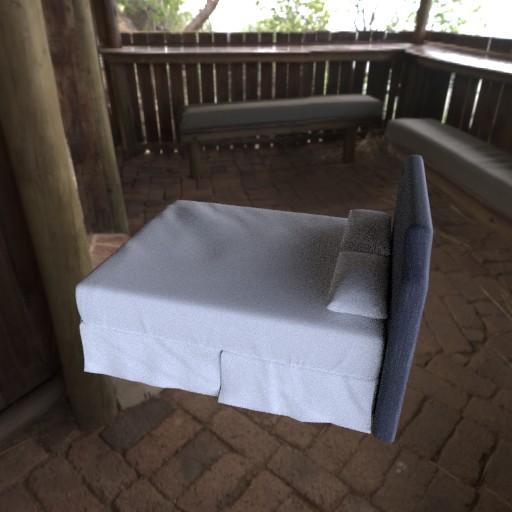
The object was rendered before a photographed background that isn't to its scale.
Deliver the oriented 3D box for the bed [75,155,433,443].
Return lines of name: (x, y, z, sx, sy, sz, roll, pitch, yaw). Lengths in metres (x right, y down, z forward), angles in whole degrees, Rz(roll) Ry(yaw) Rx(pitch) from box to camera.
bed: (0.000, 0.000, 3.179, 2.116, 1.290, 1.693, 8, 30, 14)
